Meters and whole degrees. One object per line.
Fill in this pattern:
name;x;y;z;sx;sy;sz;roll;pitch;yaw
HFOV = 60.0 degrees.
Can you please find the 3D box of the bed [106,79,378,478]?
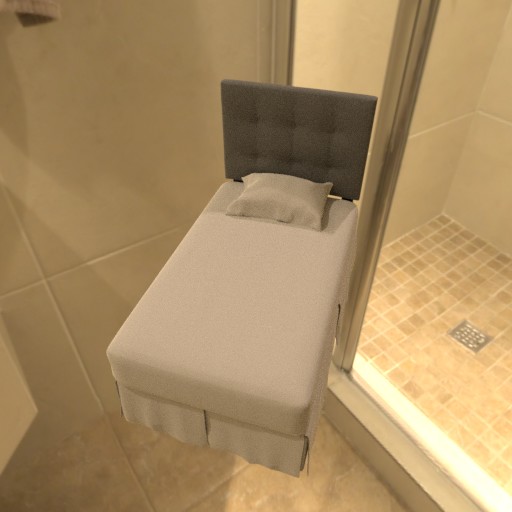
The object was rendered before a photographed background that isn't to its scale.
bed;0.000;0.000;2.954;1.261;1.571;1.997;12;42;13
